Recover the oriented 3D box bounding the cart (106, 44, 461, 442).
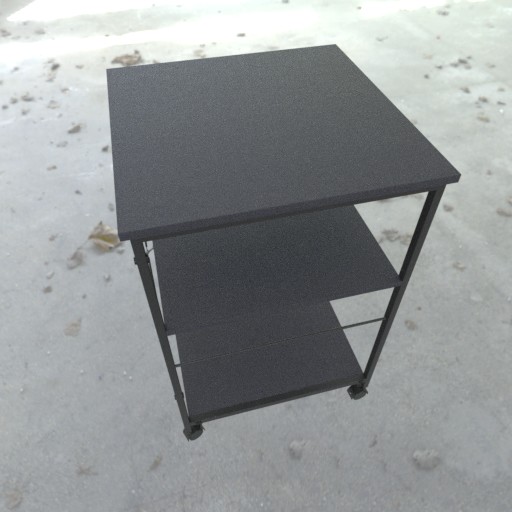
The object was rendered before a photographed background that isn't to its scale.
[{"bbox_3d":[0.000,0.000,1.088,0.520,0.762,0.521,-11,48,-10],"label":"cart"}]
